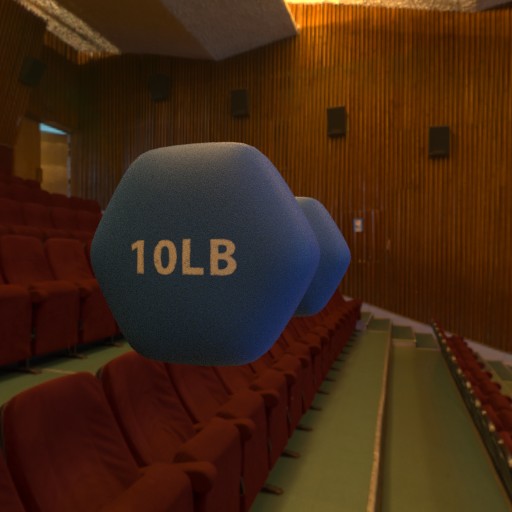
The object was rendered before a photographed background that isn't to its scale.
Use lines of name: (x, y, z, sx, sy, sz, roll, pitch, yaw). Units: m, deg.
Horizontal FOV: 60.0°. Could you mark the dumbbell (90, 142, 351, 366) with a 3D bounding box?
dumbbell: (0.000, 0.000, 0.272, 0.103, 0.093, 0.212, 0, 0, 17)
